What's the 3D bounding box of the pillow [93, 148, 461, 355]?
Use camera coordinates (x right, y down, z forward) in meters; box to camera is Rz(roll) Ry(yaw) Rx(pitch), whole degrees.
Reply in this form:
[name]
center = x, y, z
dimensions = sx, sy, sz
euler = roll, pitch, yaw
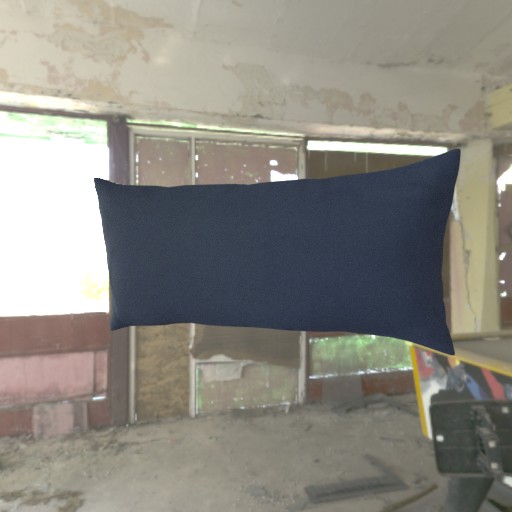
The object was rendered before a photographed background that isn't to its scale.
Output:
[pillow]
center = 0.000, 0.000, 0.729
dimensions = 0.608, 0.292, 0.156
euler = 0, 0, 19
